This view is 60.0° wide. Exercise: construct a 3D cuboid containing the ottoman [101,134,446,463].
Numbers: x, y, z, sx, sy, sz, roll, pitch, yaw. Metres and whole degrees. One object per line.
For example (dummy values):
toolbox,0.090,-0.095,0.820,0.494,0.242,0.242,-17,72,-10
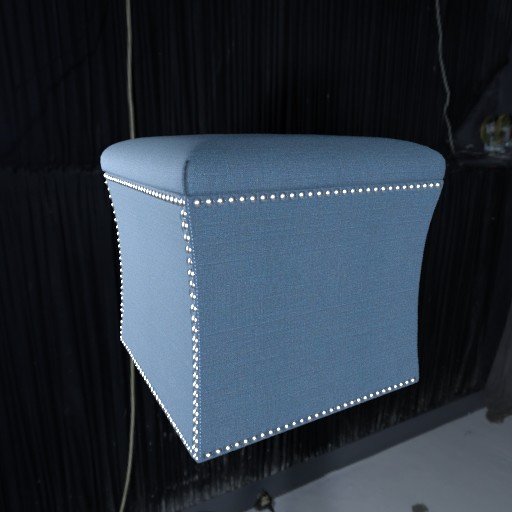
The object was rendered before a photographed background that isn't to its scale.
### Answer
ottoman,0.000,0.000,0.894,0.497,0.475,0.507,-8,17,-28
